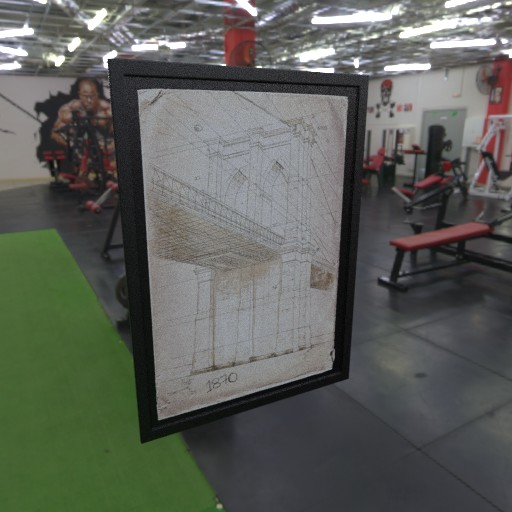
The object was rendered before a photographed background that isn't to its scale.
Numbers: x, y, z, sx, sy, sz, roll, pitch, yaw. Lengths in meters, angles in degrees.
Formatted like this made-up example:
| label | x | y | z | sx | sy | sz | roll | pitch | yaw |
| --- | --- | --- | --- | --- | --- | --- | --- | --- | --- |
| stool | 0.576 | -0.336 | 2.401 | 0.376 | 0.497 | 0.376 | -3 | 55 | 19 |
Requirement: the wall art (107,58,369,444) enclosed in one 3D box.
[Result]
| label | x | y | z | sx | sy | sz | roll | pitch | yaw |
| --- | --- | --- | --- | --- | --- | --- | --- | --- | --- |
| wall art | 0.000 | 0.000 | 1.229 | 0.707 | 0.967 | 0.013 | -8 | 18 | -26 |
